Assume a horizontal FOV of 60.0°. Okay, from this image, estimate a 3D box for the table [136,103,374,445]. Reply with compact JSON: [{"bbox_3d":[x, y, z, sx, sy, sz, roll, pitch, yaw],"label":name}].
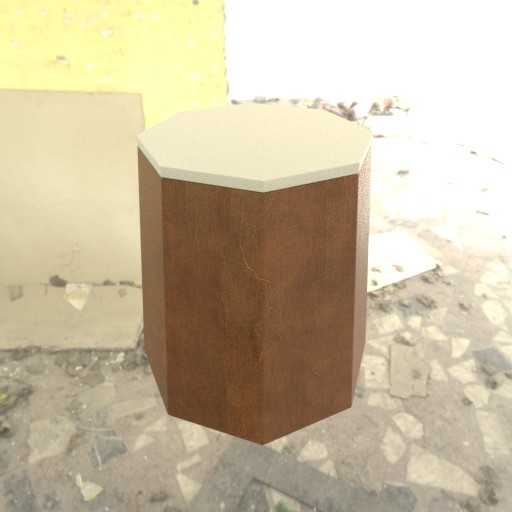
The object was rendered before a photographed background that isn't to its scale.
[{"bbox_3d":[0.000,0.000,0.816,0.439,0.457,0.439,10,34,15],"label":"table"}]
